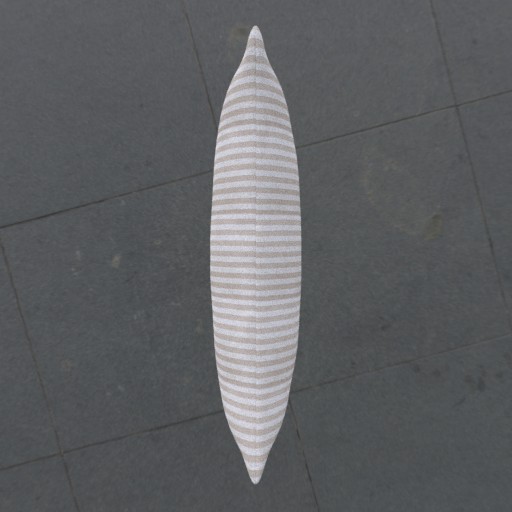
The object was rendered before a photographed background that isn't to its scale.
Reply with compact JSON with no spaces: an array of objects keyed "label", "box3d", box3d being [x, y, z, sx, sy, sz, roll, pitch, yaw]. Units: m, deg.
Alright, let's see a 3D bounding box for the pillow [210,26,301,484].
[{"label":"pillow","box3d":[0.000,0.000,0.738,0.151,0.295,0.617,0,91,0]}]
